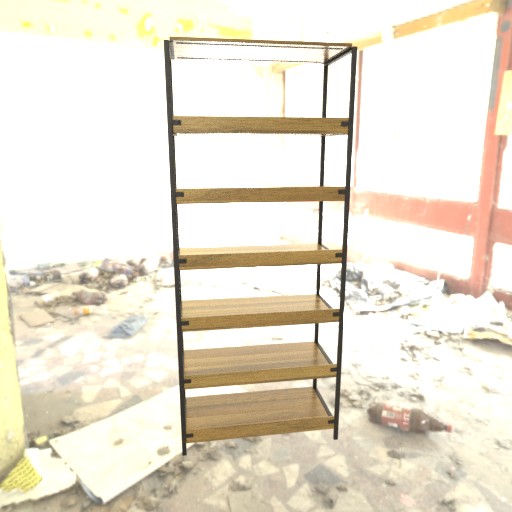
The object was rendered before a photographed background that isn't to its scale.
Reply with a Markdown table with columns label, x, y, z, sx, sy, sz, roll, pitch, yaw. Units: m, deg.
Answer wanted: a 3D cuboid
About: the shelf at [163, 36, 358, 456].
| label | x | y | z | sx | sy | sz | roll | pitch | yaw |
| --- | --- | --- | --- | --- | --- | --- | --- | --- | --- |
| shelf | 0.000 | 0.000 | 2.347 | 0.847 | 2.015 | 0.431 | -2 | 14 | -9 |
